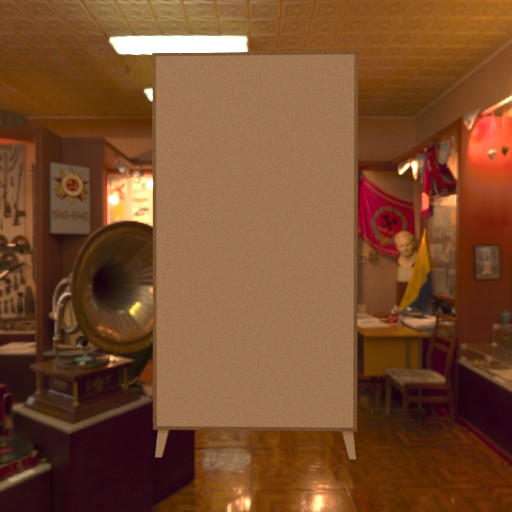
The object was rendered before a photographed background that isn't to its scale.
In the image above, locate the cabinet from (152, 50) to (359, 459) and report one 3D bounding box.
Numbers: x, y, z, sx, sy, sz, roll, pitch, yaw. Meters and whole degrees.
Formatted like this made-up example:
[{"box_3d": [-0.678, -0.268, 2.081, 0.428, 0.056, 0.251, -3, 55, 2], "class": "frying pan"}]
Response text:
[{"box_3d": [0.000, 0.000, 2.457, 1.006, 1.999, 0.571, 0, 1, 1], "class": "cabinet"}]
